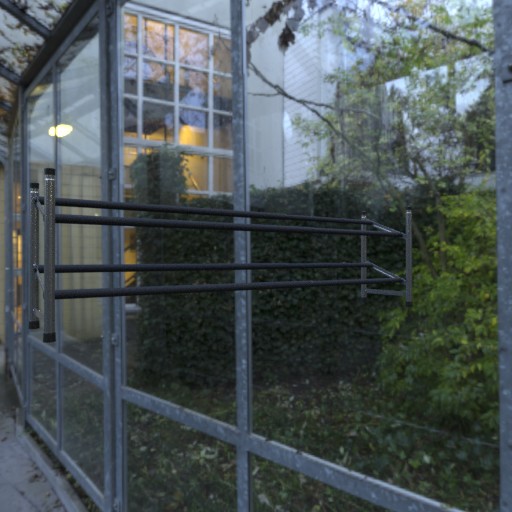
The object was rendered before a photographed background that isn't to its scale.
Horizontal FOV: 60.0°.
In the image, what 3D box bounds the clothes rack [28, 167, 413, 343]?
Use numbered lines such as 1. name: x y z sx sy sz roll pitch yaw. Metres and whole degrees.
1. clothes rack: 0.000 0.000 1.298 1.168 0.349 0.229 0 0 -34
